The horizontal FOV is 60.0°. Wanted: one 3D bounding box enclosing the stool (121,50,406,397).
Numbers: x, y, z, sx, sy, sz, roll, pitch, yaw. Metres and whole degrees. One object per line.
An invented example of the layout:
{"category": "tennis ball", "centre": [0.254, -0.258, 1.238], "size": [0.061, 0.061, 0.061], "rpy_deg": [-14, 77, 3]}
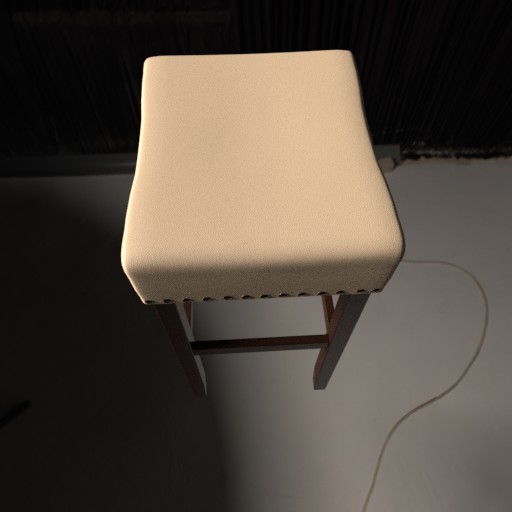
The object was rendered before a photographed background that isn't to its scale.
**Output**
{"category": "stool", "centre": [0.000, 0.000, 1.041], "size": [0.401, 0.762, 0.471], "rpy_deg": [-3, 58, -2]}
